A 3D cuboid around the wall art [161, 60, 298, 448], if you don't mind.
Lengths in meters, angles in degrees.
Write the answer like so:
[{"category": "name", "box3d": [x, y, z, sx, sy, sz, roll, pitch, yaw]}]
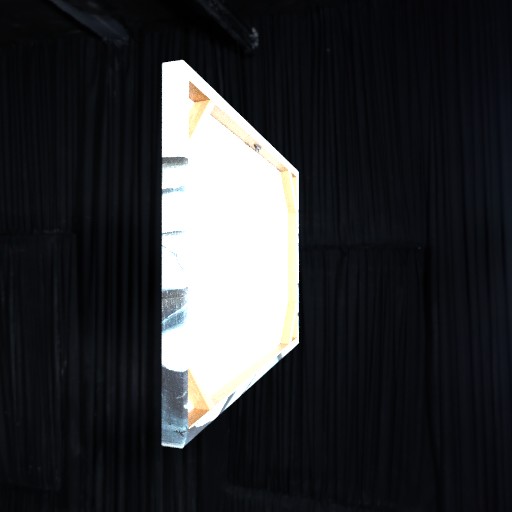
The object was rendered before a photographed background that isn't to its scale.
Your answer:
[{"category": "wall art", "box3d": [0.000, 0.000, 1.136, 0.039, 0.609, 0.914, 0, -1, 17]}]
